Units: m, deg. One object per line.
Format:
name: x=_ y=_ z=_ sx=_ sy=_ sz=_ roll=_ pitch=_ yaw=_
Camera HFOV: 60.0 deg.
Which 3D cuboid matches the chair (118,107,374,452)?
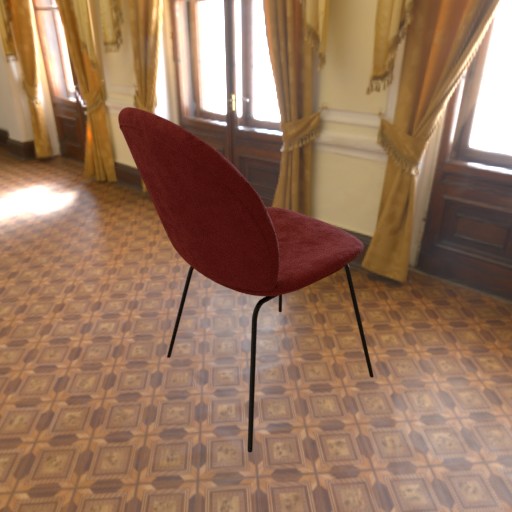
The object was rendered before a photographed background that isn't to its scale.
chair: x=0.000 y=0.000 z=1.173 sx=0.587 sy=0.791 sz=0.458 roll=-18 pitch=32 yaw=-32
